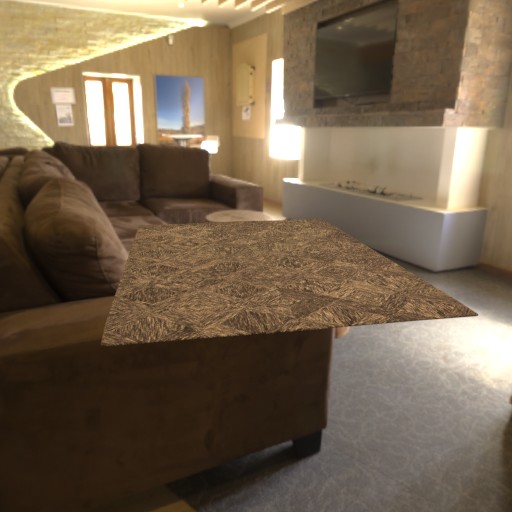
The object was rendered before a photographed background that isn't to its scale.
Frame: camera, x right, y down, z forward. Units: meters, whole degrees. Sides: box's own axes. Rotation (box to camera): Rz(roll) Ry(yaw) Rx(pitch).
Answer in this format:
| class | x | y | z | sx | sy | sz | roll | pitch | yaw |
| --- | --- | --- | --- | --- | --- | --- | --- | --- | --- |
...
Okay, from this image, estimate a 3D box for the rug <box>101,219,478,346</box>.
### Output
| class | x | y | z | sx | sy | sz | roll | pitch | yaw |
| --- | --- | --- | --- | --- | --- | --- | --- | --- | --- |
| rug | 0.000 | 0.000 | 5.289 | 2.997 | 0.020 | 4.093 | -3 | 16 | -10 |
